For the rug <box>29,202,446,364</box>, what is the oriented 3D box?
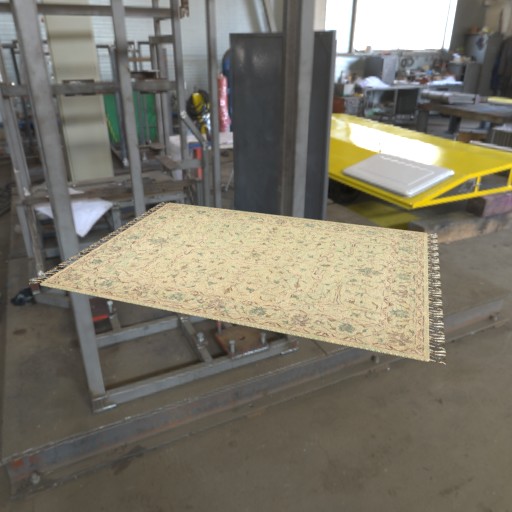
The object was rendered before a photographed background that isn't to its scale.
[{"bbox_3d":[0.000,0.000,2.308,1.802,0.008,1.247,8,27,17],"label":"rug"}]
